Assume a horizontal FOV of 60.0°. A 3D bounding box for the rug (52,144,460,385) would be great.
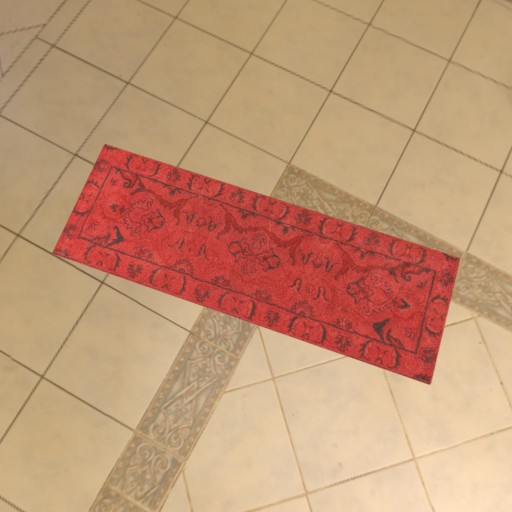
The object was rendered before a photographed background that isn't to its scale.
[{"bbox_3d":[0.000,0.000,2.789,2.439,0.018,0.813,18,76,5],"label":"rug"}]
